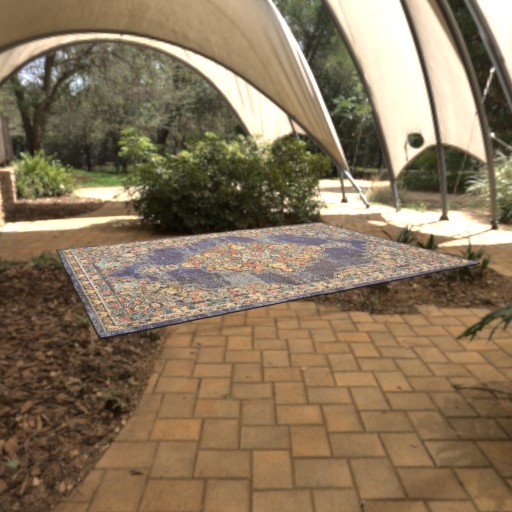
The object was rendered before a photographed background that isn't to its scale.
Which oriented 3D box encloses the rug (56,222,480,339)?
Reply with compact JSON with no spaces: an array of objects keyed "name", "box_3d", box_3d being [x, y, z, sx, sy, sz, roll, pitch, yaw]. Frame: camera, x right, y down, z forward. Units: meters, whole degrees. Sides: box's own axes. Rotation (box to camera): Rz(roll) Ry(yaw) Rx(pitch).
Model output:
[{"name":"rug","box_3d":[0.000,0.000,2.855,2.232,0.009,1.630,-8,16,-28]}]
